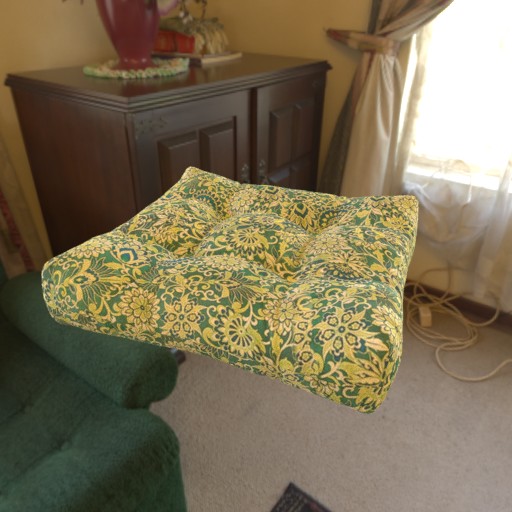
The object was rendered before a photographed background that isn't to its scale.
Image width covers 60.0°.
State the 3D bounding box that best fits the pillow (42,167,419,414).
[{"bbox_3d":[0.000,0.000,0.733,0.490,0.128,0.468,11,31,18],"label":"pillow"}]
